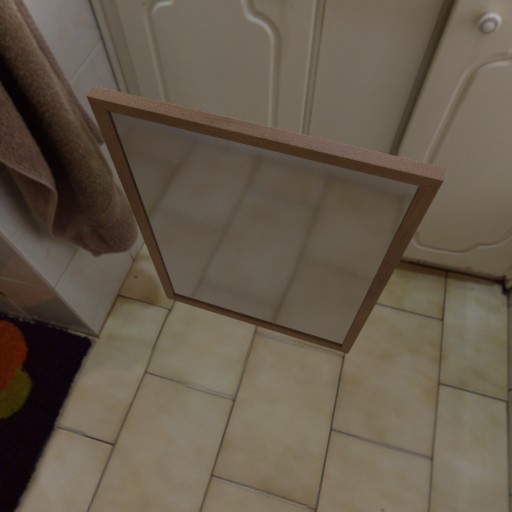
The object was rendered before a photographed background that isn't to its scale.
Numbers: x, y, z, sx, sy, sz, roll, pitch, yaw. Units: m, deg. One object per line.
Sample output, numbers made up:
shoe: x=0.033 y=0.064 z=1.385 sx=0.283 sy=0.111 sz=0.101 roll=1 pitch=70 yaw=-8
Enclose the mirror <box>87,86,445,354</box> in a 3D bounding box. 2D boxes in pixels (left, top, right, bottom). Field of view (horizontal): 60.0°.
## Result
mirror: x=0.000 y=0.000 z=1.347 sx=0.762 sy=1.016 sz=0.040 roll=16 pitch=60 yaw=9
